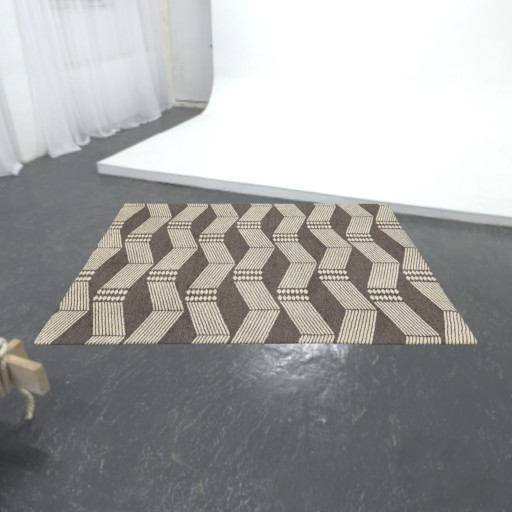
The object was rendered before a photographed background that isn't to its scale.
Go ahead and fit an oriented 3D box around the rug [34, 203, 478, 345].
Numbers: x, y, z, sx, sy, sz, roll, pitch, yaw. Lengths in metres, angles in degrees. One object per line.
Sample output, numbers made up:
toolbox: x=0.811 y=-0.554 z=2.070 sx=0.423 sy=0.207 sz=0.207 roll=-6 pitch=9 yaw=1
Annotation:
rug: x=0.000 y=0.000 z=4.082 sx=3.048 sy=0.016 sz=2.438 roll=0 pitch=30 yaw=0
